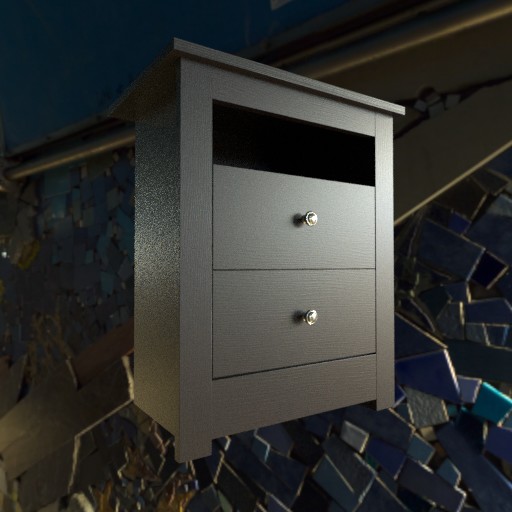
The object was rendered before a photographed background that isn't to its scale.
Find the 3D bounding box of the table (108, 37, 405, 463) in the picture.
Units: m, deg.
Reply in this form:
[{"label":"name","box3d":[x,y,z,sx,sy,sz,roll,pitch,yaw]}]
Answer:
[{"label":"table","box3d":[0.000,0.000,1.055,0.589,0.711,0.408,1,-1,-33]}]
